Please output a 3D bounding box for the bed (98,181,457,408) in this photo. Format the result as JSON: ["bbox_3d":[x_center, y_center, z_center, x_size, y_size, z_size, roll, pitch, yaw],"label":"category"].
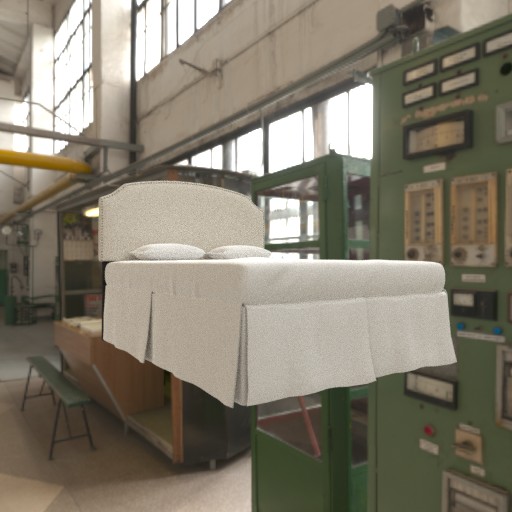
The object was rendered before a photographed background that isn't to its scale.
[{"bbox_3d":[0.000,0.000,2.983,1.558,1.270,1.999,1,-1,-35],"label":"bed"}]
